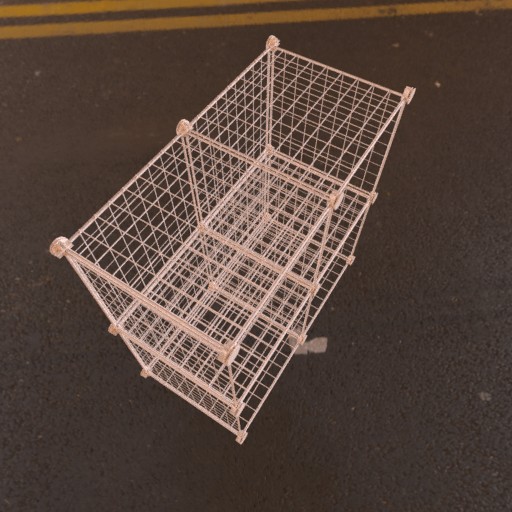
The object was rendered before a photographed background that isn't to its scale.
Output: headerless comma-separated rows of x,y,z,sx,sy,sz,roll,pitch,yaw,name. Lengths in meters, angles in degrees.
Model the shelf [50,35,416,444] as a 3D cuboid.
0.000,0.000,1.132,0.356,0.711,0.711,28,62,16,shelf
